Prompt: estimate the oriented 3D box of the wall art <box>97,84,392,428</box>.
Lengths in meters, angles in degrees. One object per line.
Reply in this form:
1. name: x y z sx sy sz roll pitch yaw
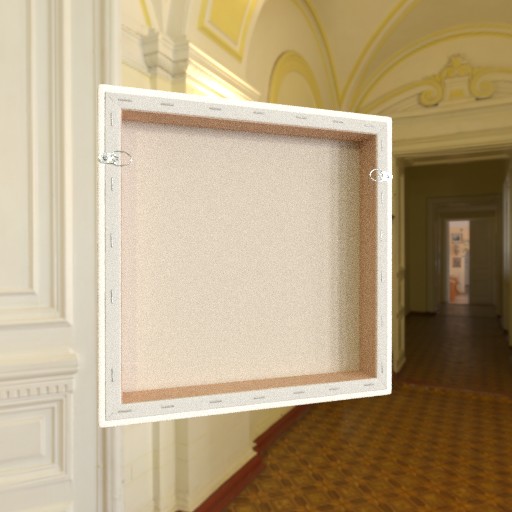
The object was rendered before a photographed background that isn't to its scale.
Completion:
1. wall art: 0.000 0.000 0.451 0.303 0.304 0.036 0 0 -18
